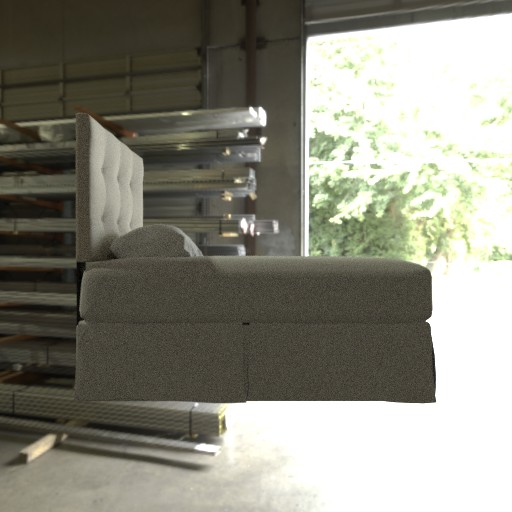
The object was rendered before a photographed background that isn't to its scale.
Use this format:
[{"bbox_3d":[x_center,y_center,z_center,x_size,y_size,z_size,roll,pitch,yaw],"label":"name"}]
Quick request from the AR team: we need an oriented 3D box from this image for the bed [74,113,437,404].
[{"bbox_3d":[0.000,0.000,2.967,1.997,1.571,1.261,0,0,0],"label":"bed"}]
